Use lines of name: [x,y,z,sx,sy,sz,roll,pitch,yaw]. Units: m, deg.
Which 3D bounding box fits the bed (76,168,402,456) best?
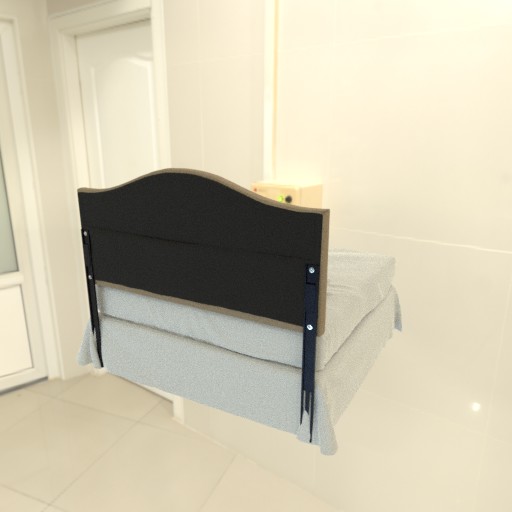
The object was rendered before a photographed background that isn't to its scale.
bed: [0.000,0.000,3.879,2.311,1.651,2.222,9,18,28]
